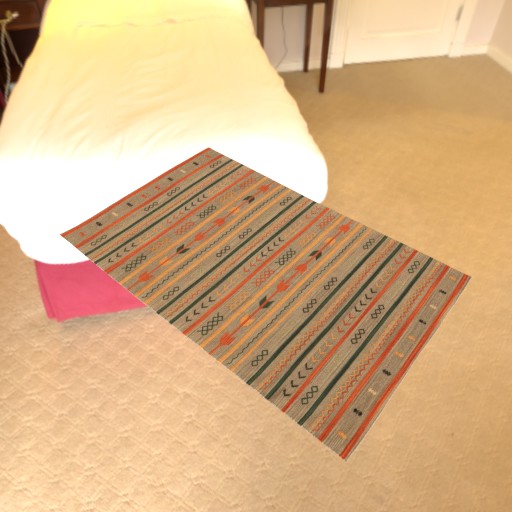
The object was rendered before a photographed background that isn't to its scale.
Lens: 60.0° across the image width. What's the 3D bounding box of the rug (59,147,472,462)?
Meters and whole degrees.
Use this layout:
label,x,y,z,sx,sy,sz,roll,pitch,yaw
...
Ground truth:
label,x,y,z,sx,sy,sz,roll,pitch,yaw
rug,0.000,0.000,3.061,2.439,0.029,1.537,31,54,27
